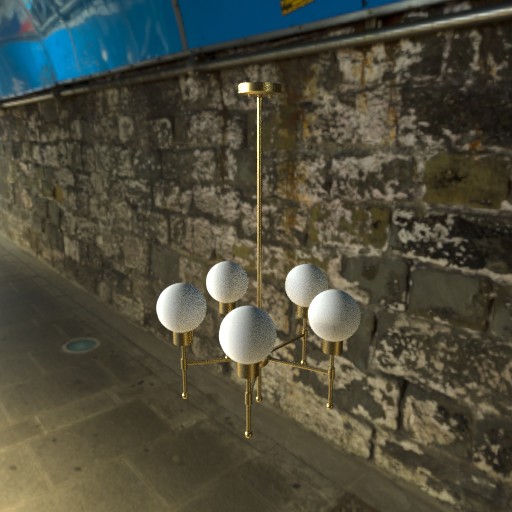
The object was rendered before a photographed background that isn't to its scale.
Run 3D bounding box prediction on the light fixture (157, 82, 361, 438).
[{"bbox_3d":[0.000,0.000,1.844,0.815,1.331,0.785,-8,16,-27],"label":"light fixture"}]
